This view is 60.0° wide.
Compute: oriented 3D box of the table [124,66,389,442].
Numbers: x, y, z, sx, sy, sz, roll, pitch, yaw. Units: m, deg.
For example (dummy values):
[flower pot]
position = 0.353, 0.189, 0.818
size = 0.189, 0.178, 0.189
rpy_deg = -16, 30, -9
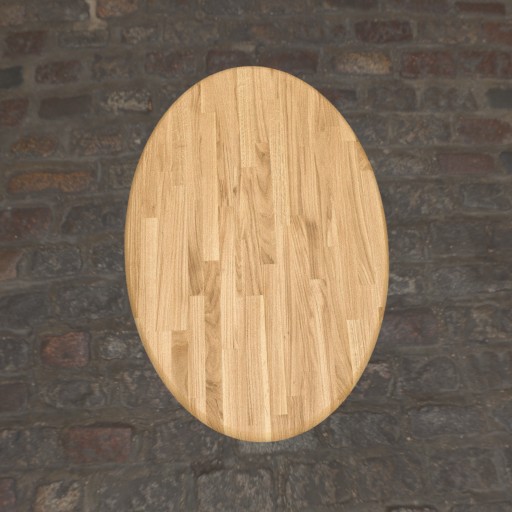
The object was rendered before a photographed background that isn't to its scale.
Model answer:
[table]
position = 0.000, 0.000, 1.385
size = 0.690, 0.490, 1.040
rpy_deg = -3, 73, -1
